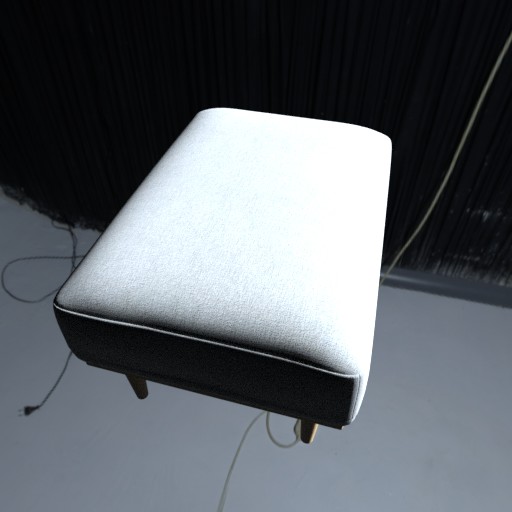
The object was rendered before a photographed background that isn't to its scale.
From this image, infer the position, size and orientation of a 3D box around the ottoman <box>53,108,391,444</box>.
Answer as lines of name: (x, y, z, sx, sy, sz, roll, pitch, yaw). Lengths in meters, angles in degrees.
ottoman: (0.000, 0.000, 1.049, 0.549, 0.428, 0.749, 11, 45, 11)
